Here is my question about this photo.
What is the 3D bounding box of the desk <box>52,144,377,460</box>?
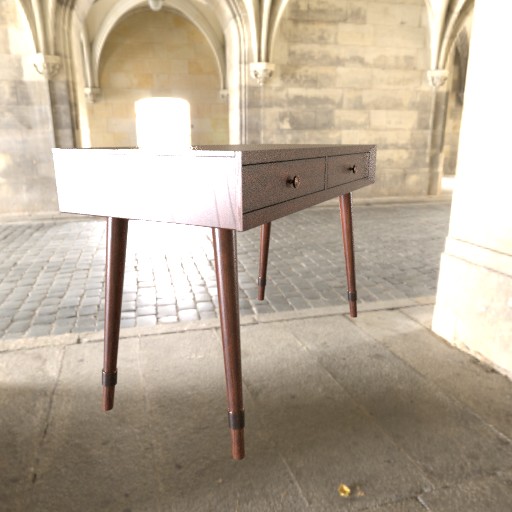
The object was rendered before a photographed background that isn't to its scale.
[{"bbox_3d":[0.000,0.000,2.138,0.734,1.031,1.577,8,17,26],"label":"desk"}]
